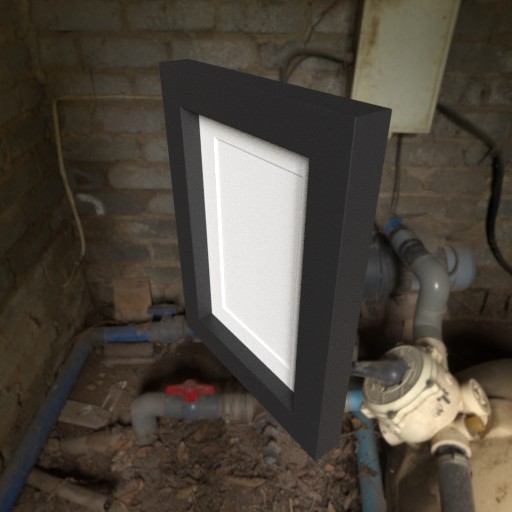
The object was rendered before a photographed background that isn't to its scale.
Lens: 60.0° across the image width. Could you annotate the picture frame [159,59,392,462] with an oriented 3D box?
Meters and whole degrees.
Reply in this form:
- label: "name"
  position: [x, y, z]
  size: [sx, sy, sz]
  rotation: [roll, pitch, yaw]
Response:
- label: "picture frame"
  position: [0.000, 0.000, 0.276]
  size: [0.028, 0.208, 0.157]
  rotation: [-22, 38, -31]
